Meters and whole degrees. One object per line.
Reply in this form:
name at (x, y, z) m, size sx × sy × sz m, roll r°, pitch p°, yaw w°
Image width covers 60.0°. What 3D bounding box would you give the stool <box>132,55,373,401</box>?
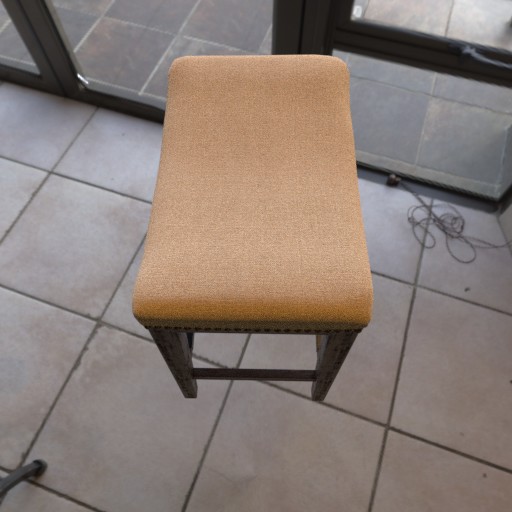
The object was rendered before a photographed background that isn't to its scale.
stool at (0.000, 0.000, 0.974) m, size 0.363 × 0.669 × 0.509 m, roll 1°, pitch 64°, yaw 0°
